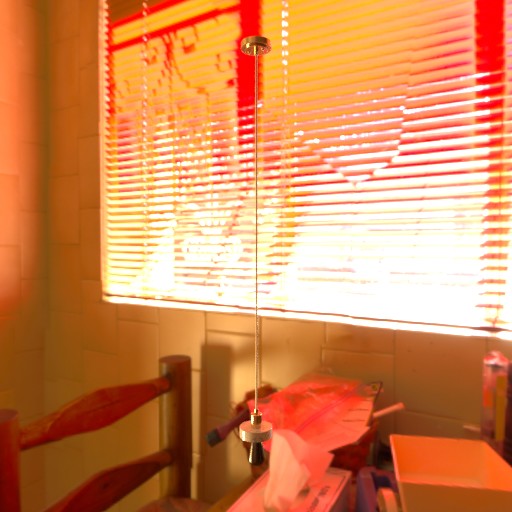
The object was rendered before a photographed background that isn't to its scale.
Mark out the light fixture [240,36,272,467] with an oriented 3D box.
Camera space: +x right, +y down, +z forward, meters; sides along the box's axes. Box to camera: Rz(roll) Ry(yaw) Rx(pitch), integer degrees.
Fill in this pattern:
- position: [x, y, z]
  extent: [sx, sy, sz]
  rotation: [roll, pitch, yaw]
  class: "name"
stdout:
- position: [0.000, 0.000, 1.750]
  extent: [0.129, 1.669, 0.129]
  rotation: [0, 1, 0]
  class: "light fixture"
